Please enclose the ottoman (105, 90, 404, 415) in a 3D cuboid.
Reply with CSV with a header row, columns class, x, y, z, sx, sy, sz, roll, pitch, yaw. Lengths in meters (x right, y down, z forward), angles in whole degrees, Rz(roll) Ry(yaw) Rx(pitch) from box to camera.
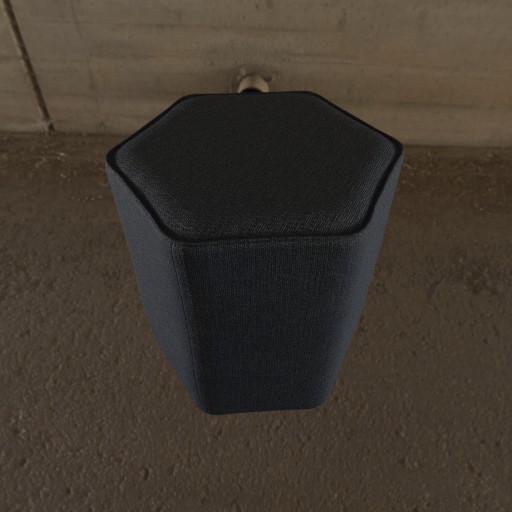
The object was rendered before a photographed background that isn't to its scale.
class,x,y,z,sx,sy,sz,roll,pitch,yaw
ottoman,0.000,0.000,0.889,0.454,0.505,0.492,-22,49,-21
